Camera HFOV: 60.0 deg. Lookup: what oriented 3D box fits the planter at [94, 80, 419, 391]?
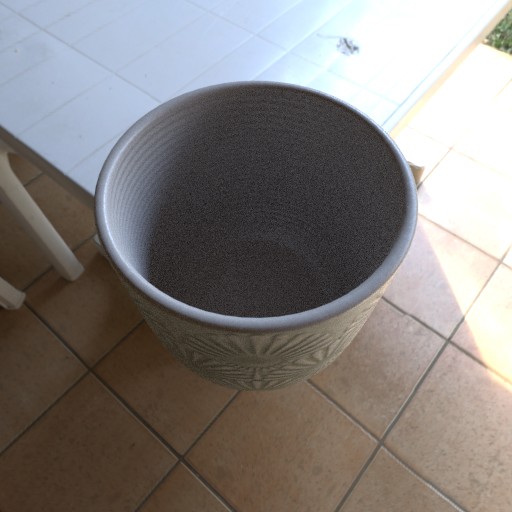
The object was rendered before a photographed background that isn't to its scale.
[{"bbox_3d":[0.000,0.000,0.217,0.124,0.109,0.124,0,58,0],"label":"planter"}]
